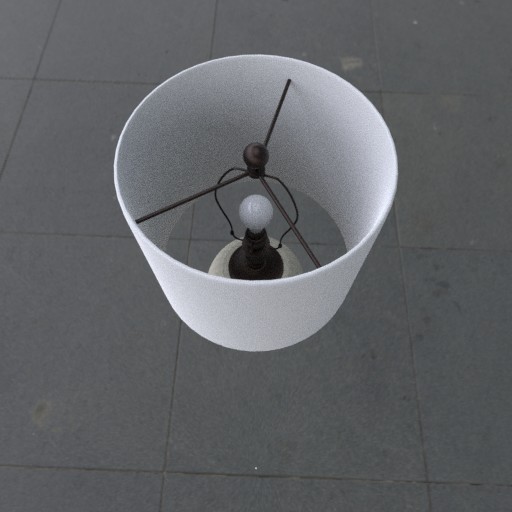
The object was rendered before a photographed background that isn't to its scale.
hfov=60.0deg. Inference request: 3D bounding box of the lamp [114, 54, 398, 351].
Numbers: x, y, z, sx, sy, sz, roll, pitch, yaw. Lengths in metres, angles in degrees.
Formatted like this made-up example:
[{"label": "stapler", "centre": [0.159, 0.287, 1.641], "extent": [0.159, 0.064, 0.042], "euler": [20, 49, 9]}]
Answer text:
[{"label": "lamp", "centre": [0.000, 0.000, 0.759], "extent": [0.329, 0.570, 0.329], "euler": [15, 65, 7]}]
